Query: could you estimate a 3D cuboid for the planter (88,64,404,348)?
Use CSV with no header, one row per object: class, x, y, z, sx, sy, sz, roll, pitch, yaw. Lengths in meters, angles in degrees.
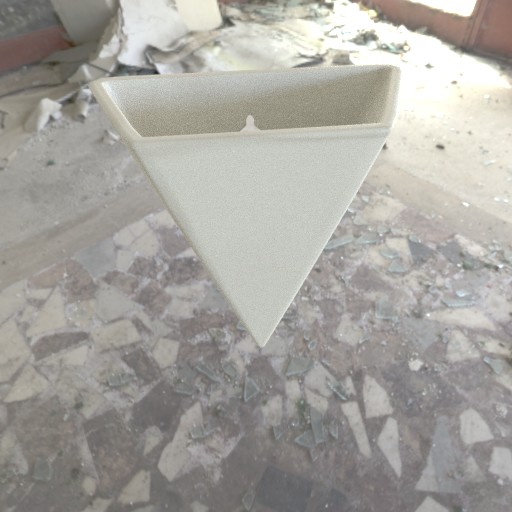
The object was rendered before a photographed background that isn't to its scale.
planter,0.000,0.000,0.264,0.150,0.197,0.060,-5,46,-4
